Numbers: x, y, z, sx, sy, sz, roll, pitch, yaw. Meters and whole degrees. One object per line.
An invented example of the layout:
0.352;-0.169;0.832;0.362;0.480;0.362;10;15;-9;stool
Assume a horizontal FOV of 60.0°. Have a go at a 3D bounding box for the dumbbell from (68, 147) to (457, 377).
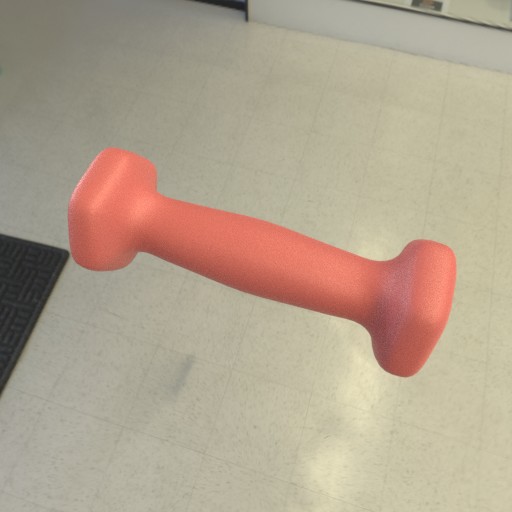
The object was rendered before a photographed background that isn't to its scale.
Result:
0.000;0.000;0.150;0.123;0.043;0.047;18;64;9;dumbbell
